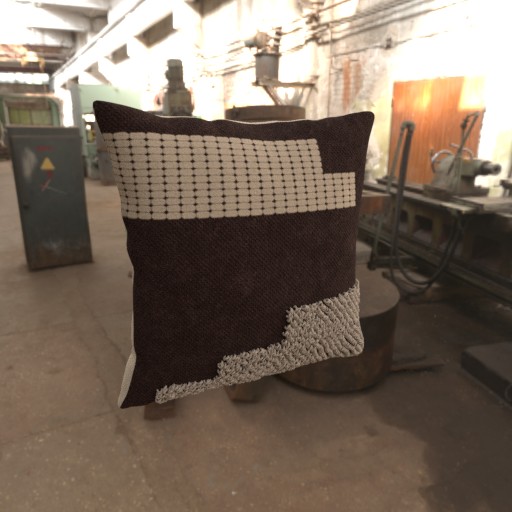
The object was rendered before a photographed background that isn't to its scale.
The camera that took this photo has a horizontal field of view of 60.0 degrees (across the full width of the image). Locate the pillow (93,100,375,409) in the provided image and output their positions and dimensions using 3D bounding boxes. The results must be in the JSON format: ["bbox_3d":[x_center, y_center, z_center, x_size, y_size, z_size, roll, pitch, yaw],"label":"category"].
[{"bbox_3d":[0.000,0.000,0.733,0.475,0.473,0.178,-8,18,-26],"label":"pillow"}]
